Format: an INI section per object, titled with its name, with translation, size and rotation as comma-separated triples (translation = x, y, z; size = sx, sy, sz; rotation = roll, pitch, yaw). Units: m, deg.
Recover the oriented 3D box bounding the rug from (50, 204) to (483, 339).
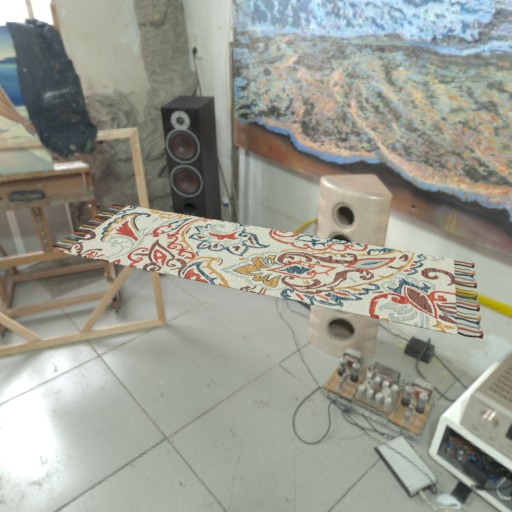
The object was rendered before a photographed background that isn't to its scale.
[rug]
translation = 0.000, 0.000, 2.899
size = 2.682, 0.015, 0.763
rotation = 10, 33, 16
